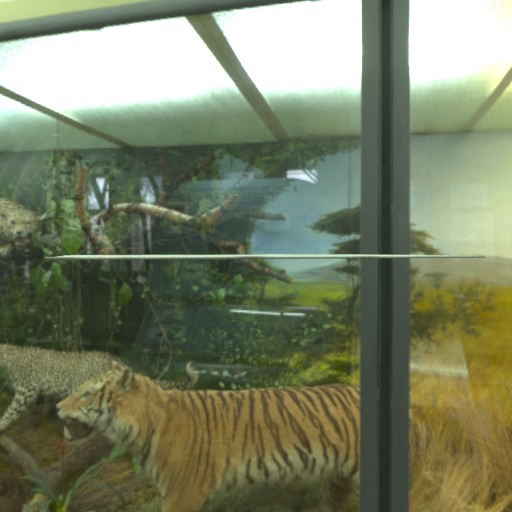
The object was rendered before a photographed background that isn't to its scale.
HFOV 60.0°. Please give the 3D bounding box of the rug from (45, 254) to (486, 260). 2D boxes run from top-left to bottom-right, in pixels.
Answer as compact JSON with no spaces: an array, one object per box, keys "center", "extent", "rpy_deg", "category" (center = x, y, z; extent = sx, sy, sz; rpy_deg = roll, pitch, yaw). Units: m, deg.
[{"center":[0.000,0.000,3.053],"extent":[2.460,0.016,1.545],"rpy_deg":[0,1,-18],"category":"rug"}]
